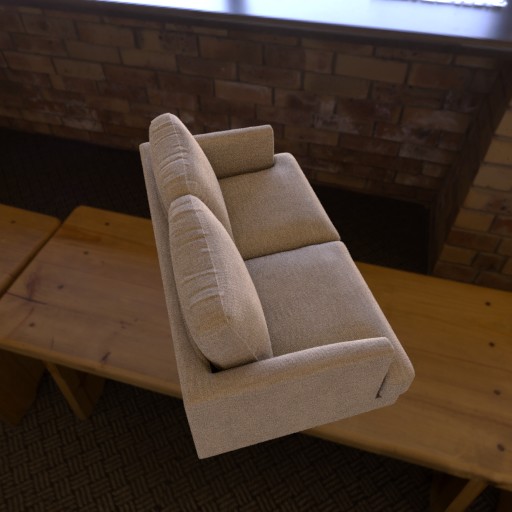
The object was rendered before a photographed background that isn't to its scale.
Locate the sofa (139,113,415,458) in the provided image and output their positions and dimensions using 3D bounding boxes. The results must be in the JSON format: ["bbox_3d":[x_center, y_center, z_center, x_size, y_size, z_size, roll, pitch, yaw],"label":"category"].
[{"bbox_3d":[0.000,0.000,2.162,0.903,0.944,1.582,-12,49,-10],"label":"sofa"}]
